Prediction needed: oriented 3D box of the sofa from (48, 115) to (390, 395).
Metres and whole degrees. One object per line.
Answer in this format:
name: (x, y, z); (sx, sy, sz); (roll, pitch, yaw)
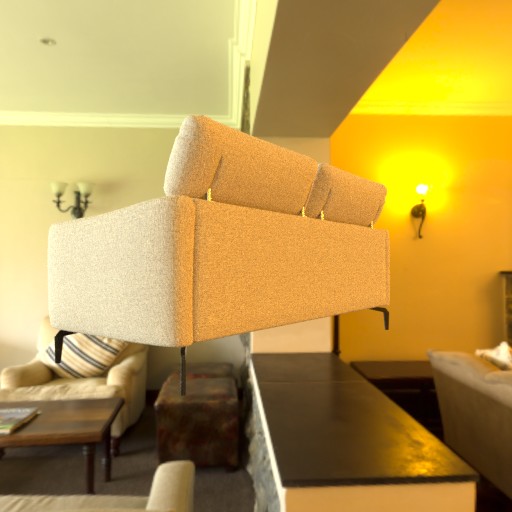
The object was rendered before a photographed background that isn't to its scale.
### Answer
sofa: (0.000, 0.000, 2.441); (0.856, 0.956, 2.015); (-1, -1, 37)
